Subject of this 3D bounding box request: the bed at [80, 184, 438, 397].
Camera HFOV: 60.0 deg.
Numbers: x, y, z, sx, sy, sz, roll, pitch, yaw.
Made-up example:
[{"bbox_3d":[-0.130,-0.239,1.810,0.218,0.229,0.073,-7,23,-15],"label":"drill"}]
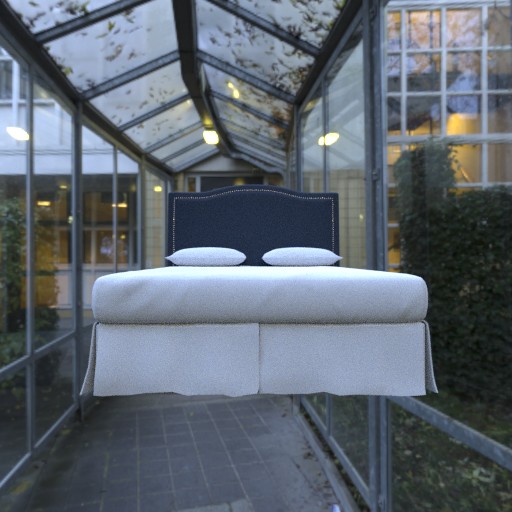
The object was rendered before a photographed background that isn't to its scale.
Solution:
[{"bbox_3d":[0.000,0.000,3.345,1.821,1.436,2.282,0,0,-1],"label":"bed"}]
